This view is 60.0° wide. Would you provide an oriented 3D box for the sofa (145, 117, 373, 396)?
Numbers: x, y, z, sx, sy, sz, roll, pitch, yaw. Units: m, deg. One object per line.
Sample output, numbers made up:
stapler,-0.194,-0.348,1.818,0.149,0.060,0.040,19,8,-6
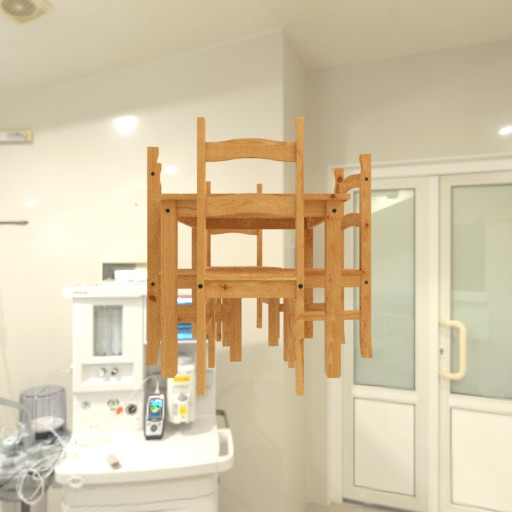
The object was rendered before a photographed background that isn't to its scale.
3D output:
sofa,0.000,0.000,2.350,1.144,1.000,1.529,0,0,0
